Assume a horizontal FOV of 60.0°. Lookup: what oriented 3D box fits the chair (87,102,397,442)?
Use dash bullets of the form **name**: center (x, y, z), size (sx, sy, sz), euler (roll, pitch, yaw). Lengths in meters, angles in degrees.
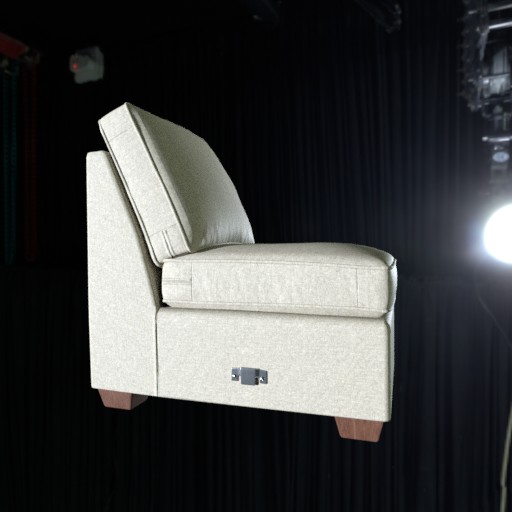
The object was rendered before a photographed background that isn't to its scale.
- **chair**: center (0.000, 0.000, 1.681), size (1.020, 1.058, 0.674), euler (0, 1, 18)
